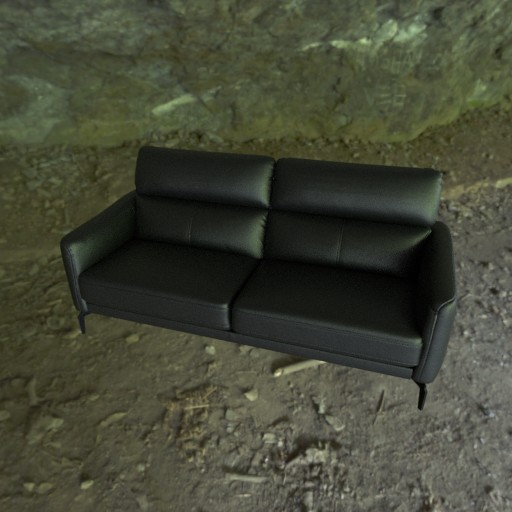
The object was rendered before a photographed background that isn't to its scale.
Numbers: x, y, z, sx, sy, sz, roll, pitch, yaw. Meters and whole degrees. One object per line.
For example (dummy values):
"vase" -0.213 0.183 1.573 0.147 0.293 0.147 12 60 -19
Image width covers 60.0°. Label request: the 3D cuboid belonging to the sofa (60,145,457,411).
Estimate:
"sofa" 0.000 0.000 2.501 2.069 0.957 0.856 8 28 16
